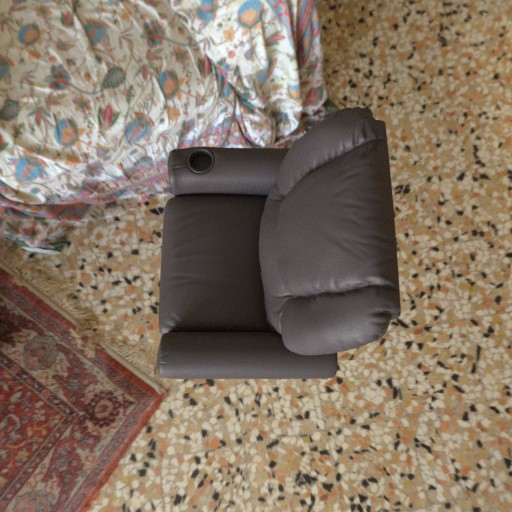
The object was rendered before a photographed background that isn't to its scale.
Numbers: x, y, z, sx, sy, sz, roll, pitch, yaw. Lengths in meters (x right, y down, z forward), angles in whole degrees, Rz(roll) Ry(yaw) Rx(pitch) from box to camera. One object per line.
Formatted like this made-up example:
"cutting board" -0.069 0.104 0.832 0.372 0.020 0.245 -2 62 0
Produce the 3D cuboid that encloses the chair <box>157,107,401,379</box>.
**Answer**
"chair" 0.000 0.000 1.138 0.521 0.709 0.610 0 76 0
